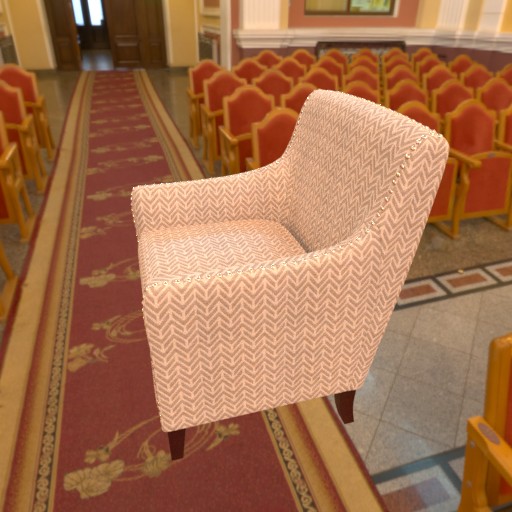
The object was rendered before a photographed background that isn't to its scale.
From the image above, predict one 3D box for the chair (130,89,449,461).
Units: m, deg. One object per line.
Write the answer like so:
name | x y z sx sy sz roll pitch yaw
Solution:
chair | 0.000 0.000 1.258 0.651 0.816 0.623 -8 30 -14
